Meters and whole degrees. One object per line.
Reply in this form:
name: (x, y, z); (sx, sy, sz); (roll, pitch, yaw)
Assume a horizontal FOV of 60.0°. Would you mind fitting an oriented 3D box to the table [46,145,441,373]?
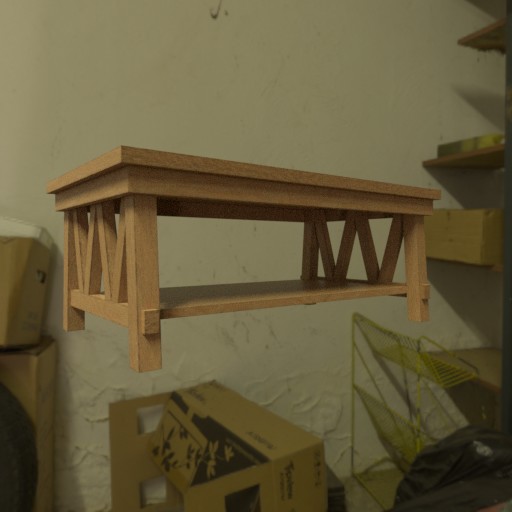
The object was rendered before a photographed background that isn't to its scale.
table: (0.000, 0.000, 1.630); (1.270, 0.507, 0.711); (-1, 2, -37)
